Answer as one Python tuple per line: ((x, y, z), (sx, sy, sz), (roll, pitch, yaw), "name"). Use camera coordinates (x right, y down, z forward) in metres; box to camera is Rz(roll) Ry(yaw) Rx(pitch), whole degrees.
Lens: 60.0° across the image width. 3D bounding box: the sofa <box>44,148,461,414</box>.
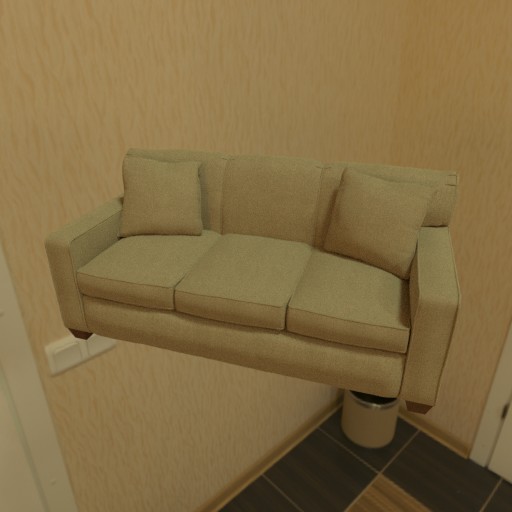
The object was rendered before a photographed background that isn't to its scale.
((0.000, 0.000, 2.469), (2.024, 0.958, 0.997), (8, 28, 16), "sofa")
